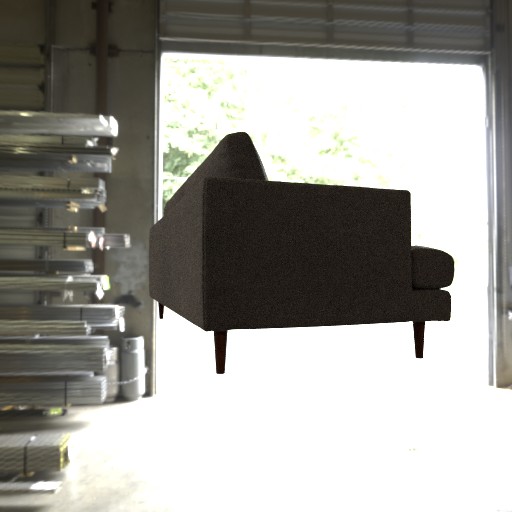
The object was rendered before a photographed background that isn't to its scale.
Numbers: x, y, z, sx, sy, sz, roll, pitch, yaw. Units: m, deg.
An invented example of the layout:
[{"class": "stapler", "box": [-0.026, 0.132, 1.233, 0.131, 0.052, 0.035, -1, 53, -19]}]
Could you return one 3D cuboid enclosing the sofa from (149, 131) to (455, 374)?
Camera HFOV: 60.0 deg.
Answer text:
[{"class": "sofa", "box": [0.000, 0.000, 2.508, 1.020, 0.868, 1.948, 1, -2, -19]}]
